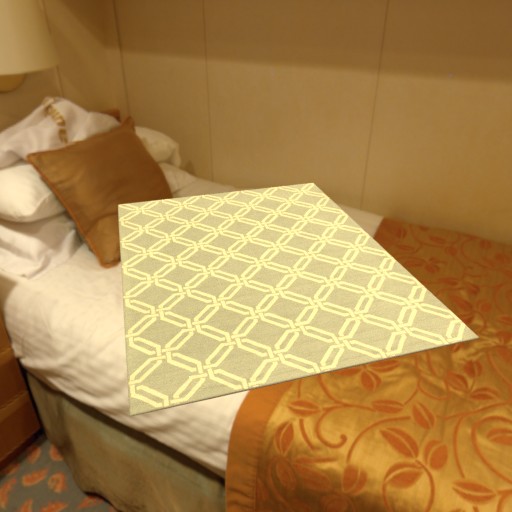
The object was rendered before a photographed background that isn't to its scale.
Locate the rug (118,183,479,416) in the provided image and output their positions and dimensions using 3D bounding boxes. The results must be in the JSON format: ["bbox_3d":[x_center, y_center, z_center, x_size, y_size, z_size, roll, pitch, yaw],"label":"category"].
[{"bbox_3d":[0.000,0.000,3.896,2.288,0.018,2.895,-9,32,-14],"label":"rug"}]
